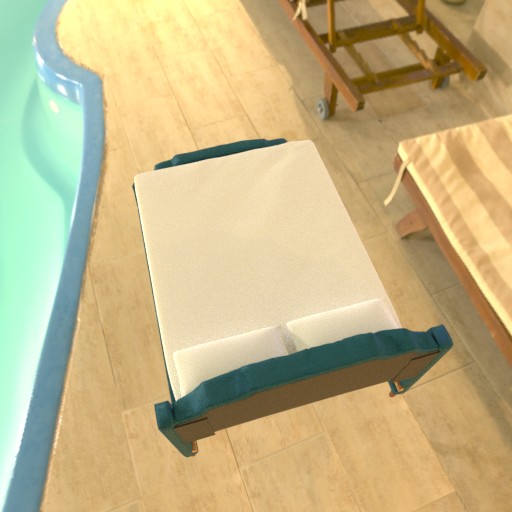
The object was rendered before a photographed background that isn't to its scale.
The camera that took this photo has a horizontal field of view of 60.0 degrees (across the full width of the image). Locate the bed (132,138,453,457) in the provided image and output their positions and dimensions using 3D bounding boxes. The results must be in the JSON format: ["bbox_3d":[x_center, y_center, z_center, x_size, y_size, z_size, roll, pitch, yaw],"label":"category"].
[{"bbox_3d":[0.000,0.000,3.349,1.678,1.338,2.322,-13,59,-8],"label":"bed"}]
